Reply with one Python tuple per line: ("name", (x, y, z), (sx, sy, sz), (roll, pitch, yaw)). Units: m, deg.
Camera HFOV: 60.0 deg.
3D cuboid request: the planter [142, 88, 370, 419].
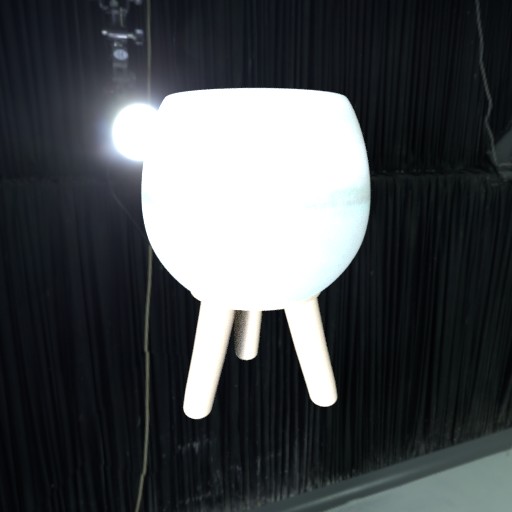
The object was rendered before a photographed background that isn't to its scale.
("planter", (0.000, 0.000, 0.333), (0.161, 0.224, 0.161), (0, 14, 0))
